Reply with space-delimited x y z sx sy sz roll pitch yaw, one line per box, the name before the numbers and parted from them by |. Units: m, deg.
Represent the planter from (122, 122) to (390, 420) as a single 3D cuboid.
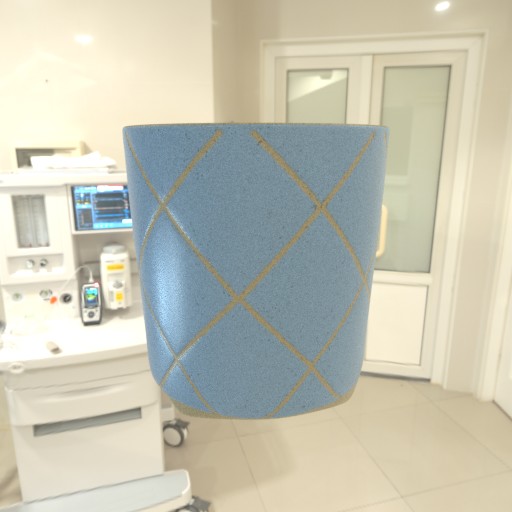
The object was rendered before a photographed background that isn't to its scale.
planter | 0.000 0.000 0.421 0.227 0.235 0.227 0 15 0
